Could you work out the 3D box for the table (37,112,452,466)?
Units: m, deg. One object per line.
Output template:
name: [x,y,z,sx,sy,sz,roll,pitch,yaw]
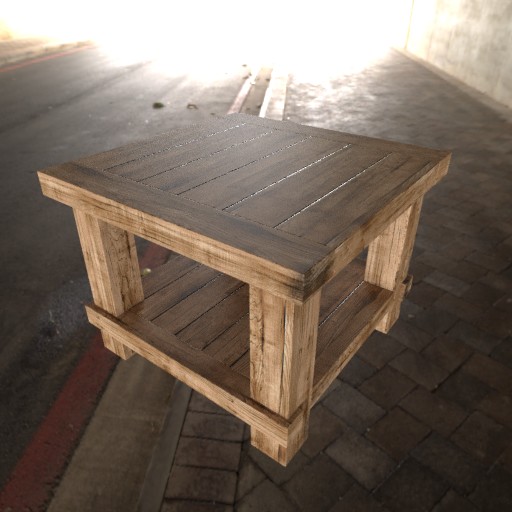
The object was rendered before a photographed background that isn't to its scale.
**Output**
table: [0.000,0.000,1.031,0.610,0.457,0.610,21,37,31]
